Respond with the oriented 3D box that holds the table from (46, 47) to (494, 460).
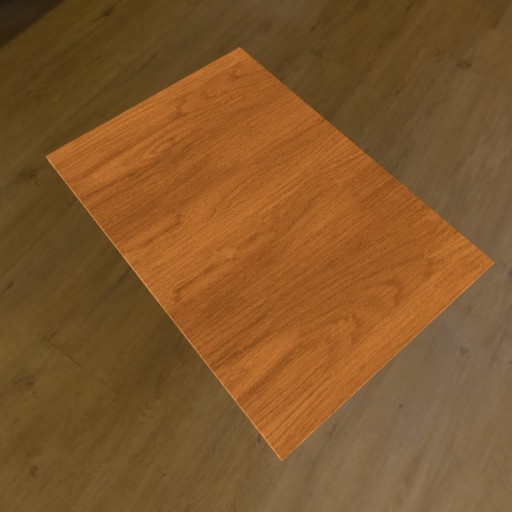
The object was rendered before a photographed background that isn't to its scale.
[{"bbox_3d":[0.000,0.000,1.853,0.900,0.770,1.300,-37,69,-16],"label":"table"}]
